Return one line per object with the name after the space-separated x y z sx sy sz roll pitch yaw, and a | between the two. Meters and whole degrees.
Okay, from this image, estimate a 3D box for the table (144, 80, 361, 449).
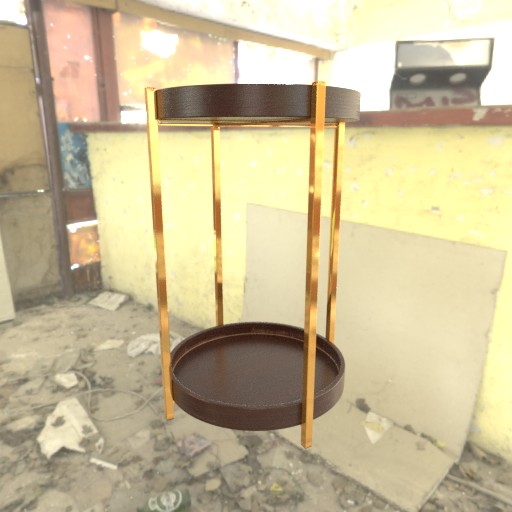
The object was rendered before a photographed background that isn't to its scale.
0.000 0.000 0.878 0.400 0.610 0.400 -8 17 -27 | table
